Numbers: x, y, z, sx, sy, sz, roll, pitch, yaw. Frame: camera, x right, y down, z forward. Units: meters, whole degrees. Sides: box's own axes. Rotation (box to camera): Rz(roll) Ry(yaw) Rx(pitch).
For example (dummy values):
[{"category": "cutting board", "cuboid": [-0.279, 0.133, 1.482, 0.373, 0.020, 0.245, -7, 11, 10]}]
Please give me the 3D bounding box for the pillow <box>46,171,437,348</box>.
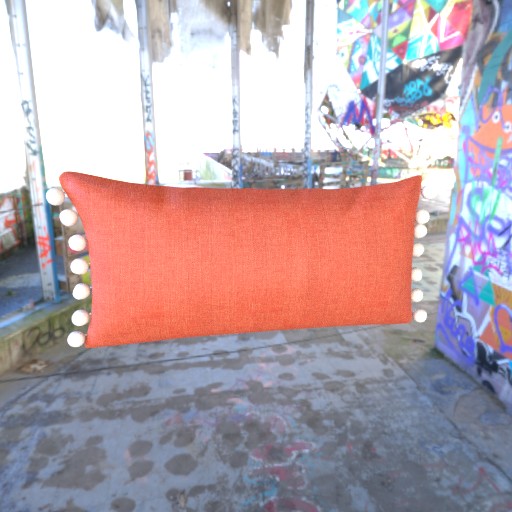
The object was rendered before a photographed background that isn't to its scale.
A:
[{"category": "pillow", "cuboid": [0.000, 0.000, 0.835, 0.709, 0.322, 0.201, -2, 14, -9]}]
